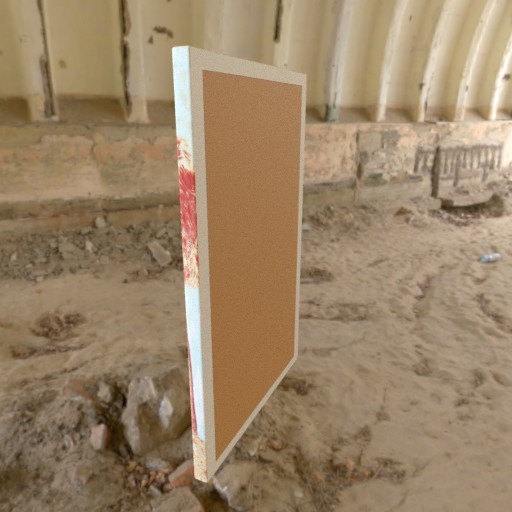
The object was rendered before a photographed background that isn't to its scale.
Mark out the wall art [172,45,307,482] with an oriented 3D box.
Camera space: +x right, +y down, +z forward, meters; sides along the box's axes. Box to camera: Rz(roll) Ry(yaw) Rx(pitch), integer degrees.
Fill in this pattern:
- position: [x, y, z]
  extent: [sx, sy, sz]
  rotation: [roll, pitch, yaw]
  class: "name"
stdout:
- position: [0.000, 0.000, 1.143]
  extent: [0.037, 0.915, 0.605]
  rotation: [8, 19, 24]
  class: "wall art"
